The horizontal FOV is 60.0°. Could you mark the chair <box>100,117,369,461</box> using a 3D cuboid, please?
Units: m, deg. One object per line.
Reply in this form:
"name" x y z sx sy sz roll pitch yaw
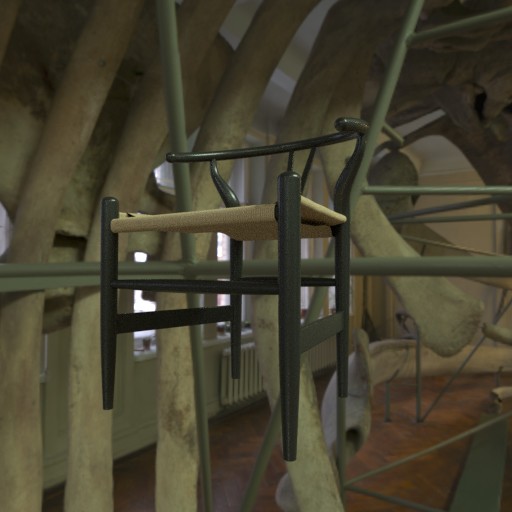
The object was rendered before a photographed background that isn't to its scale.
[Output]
"chair" 0.000 0.000 1.154 0.570 0.739 0.570 -1 -2 34
